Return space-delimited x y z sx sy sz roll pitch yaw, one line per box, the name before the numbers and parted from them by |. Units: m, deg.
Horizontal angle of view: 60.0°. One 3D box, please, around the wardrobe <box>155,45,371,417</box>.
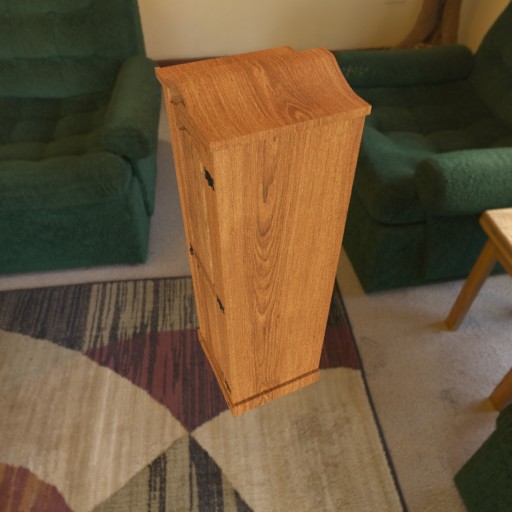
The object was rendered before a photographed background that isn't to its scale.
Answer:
wardrobe | 0.000 0.000 2.170 0.570 1.870 0.590 -18 48 -17
